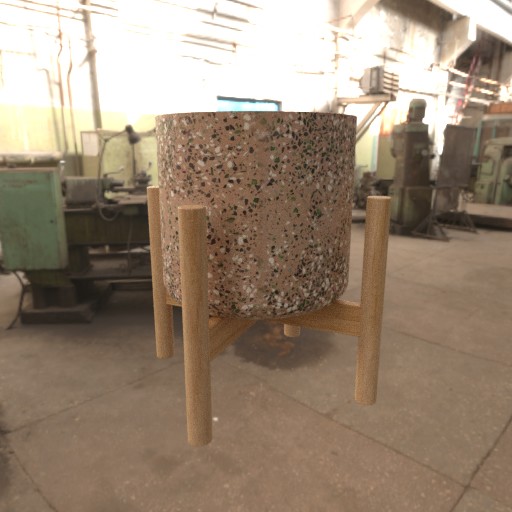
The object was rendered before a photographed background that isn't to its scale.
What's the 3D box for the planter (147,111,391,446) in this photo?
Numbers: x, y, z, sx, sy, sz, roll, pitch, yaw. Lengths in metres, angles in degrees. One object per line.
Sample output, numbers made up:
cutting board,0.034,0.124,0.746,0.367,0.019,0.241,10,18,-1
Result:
planter,0.000,0.000,0.537,0.284,0.320,0.284,-13,19,-42
